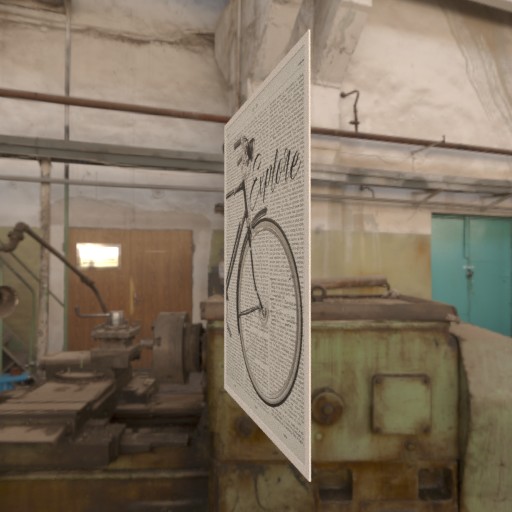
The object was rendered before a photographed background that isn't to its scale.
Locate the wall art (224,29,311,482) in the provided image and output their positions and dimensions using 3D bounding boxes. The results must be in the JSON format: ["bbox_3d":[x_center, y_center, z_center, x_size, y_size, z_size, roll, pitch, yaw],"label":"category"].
[{"bbox_3d":[0.000,0.000,0.814,0.003,0.610,0.457,0,-1,-19],"label":"wall art"}]
